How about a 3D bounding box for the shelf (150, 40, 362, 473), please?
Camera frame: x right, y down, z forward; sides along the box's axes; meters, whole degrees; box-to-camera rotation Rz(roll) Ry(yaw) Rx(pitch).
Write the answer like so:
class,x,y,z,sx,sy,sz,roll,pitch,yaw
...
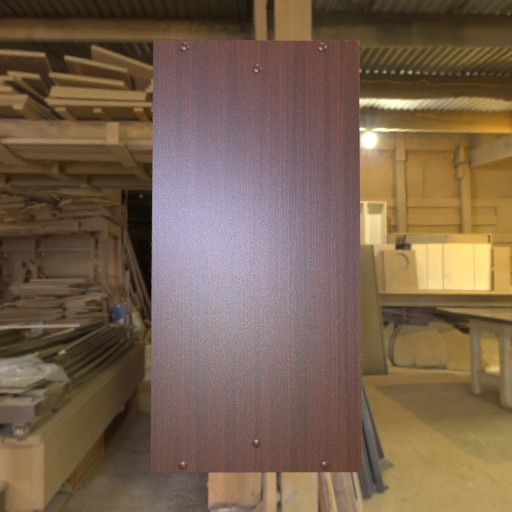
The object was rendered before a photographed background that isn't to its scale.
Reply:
class,x,y,z,sx,sy,sz,roll,pitch,yaw
shelf,0.000,0.000,0.740,0.290,0.600,0.253,0,-2,0
